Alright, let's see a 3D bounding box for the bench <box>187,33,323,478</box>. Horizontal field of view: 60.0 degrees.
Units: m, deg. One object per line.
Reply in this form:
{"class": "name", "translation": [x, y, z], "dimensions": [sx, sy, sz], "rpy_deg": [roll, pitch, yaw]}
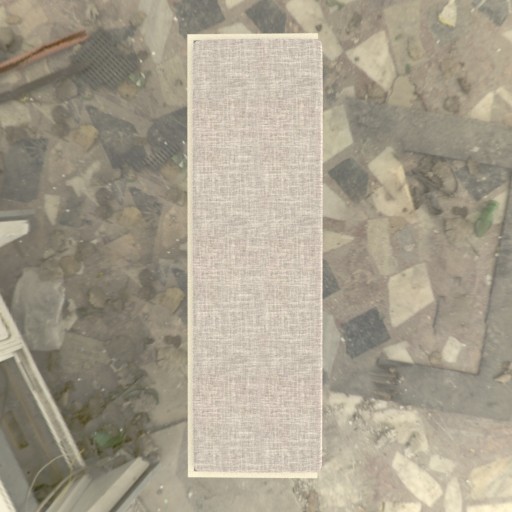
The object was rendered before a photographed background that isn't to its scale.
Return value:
{"class": "bench", "translation": [0.000, 0.000, 1.400], "dimensions": [0.363, 0.453, 1.196], "rpy_deg": [0, 90, 1]}
